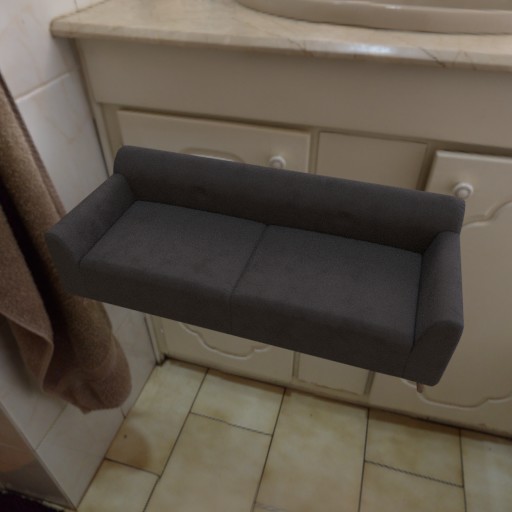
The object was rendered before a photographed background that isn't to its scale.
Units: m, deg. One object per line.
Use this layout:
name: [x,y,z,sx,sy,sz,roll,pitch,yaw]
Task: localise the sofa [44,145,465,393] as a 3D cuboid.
sofa: [0.000,0.000,2.634,2.190,0.740,0.900,12,41,14]
